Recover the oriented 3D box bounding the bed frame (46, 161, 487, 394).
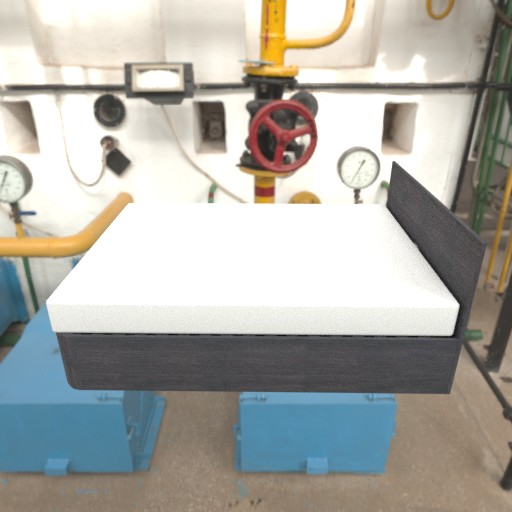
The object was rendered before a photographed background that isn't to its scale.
[{"bbox_3d":[0.000,0.000,2.617,1.900,0.800,1.400,0,26,1],"label":"bed frame"}]
